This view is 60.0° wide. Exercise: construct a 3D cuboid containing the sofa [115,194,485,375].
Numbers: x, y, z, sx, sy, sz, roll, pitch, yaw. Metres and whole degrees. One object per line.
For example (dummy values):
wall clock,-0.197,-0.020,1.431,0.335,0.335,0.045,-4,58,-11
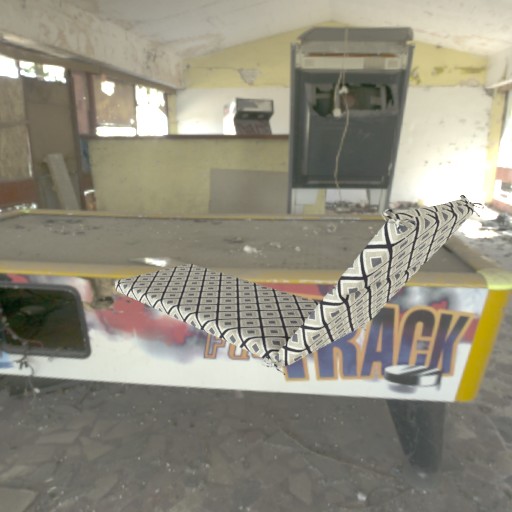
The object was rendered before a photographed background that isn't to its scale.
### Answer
sofa,0.000,0.000,1.951,1.663,0.622,0.582,14,20,43
